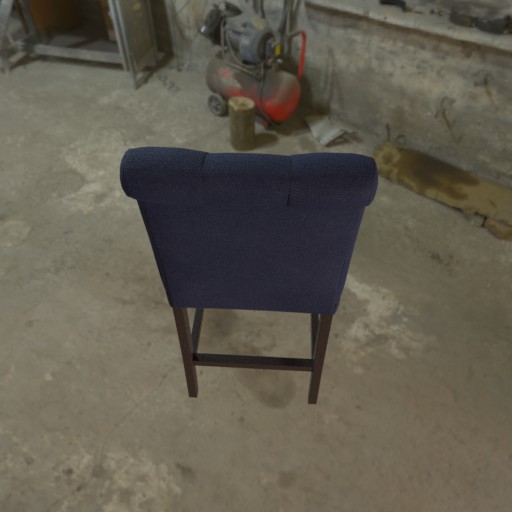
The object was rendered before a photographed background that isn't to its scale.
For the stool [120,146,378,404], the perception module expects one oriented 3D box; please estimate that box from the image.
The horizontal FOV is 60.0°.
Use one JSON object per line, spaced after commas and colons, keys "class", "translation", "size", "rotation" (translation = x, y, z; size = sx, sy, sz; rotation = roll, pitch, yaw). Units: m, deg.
{"class": "stool", "translation": [0.000, 0.000, 1.314], "size": [0.493, 1.010, 0.601], "rotation": [2, 46, 2]}
